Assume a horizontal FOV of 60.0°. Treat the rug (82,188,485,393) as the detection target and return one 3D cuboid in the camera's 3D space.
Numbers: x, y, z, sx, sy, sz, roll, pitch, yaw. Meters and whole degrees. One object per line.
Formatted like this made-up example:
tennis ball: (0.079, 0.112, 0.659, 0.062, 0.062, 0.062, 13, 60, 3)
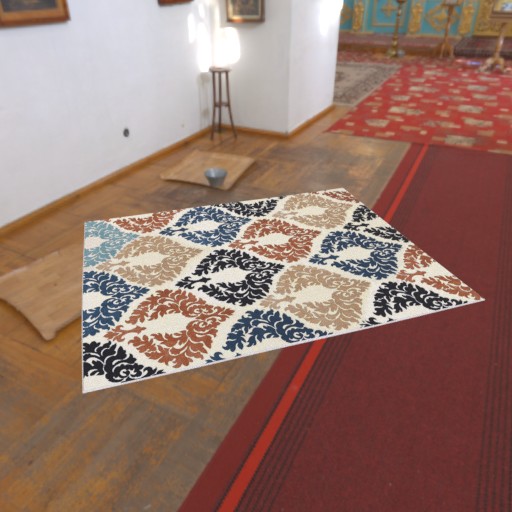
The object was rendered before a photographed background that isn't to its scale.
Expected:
rug: (0.000, 0.000, 4.089, 3.040, 0.014, 2.423, -10, 33, -15)
